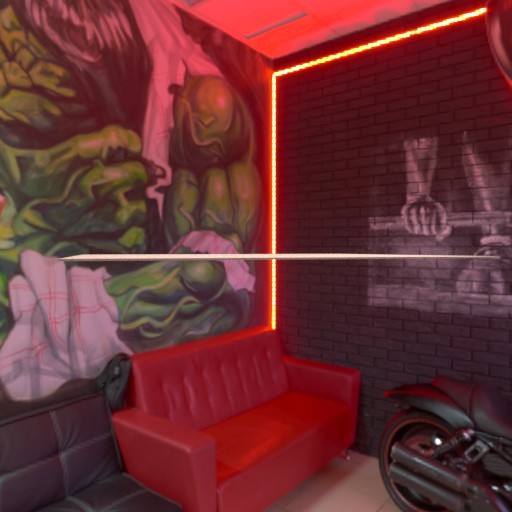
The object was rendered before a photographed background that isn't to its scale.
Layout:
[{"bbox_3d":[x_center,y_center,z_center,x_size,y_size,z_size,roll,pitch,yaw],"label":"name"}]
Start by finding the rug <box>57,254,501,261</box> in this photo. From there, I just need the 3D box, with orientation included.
[{"bbox_3d":[0.000,0.000,3.387,2.584,0.011,2.073,0,1,-19],"label":"rug"}]
